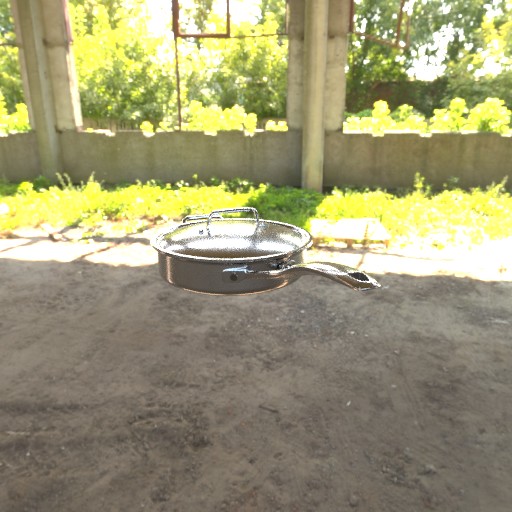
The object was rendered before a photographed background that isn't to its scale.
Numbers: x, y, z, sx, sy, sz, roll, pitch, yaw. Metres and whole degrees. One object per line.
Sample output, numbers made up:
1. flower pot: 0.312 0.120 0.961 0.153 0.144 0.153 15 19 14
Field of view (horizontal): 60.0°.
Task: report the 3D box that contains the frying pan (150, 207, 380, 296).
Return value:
1. frying pan: 0.000 0.000 0.688 0.280 0.114 0.561 -7 19 -23
